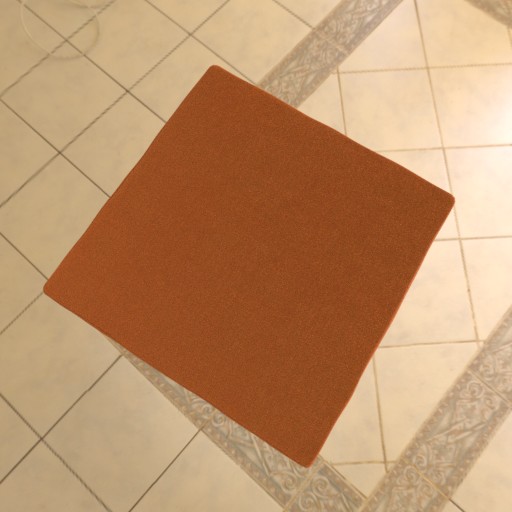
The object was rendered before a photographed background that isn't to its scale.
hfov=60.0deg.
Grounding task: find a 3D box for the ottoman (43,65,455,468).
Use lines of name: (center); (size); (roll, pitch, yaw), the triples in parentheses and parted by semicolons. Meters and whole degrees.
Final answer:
ottoman: (0.000, 0.000, 1.588); (0.999, 0.438, 0.997); (31, 78, 8)
